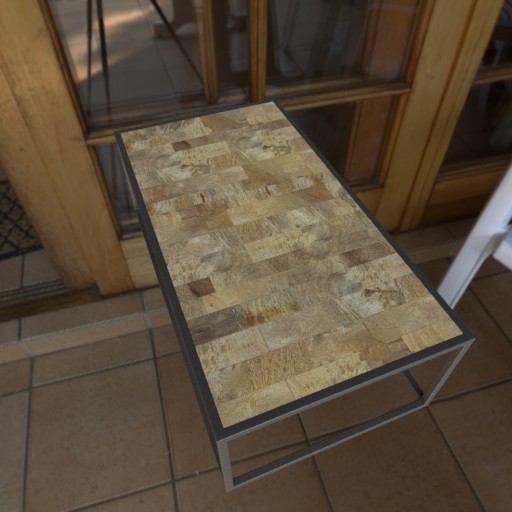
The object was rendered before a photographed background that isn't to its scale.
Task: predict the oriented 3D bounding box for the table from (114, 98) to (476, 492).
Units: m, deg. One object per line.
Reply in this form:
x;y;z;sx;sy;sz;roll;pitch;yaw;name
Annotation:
0.000;0.000;1.491;0.649;0.398;1.199;-17;51;-14;table
